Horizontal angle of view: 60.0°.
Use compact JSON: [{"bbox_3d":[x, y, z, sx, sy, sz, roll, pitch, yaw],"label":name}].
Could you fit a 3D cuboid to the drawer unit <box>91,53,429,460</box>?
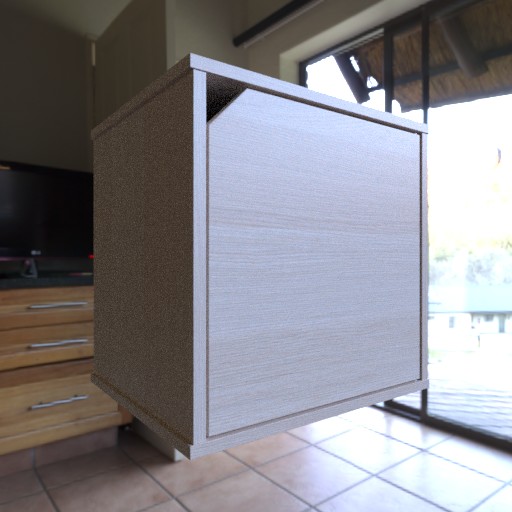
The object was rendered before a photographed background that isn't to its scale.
[{"bbox_3d":[0.000,0.000,0.593,0.349,0.344,0.290,0,0,-36],"label":"drawer unit"}]
